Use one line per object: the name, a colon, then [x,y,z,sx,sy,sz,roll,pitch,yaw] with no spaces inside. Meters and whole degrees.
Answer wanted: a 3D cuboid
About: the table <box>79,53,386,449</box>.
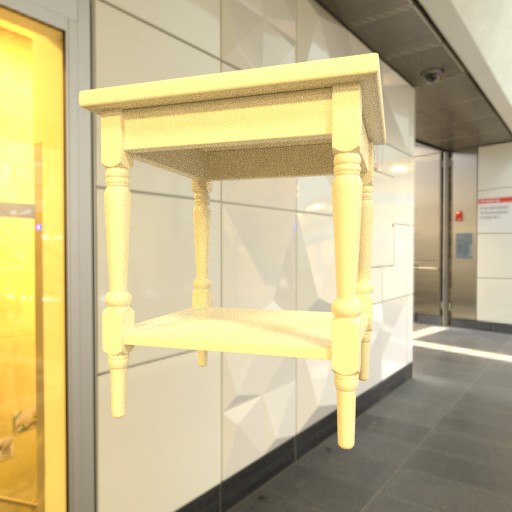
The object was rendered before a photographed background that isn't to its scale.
table: [0.000,0.000,0.889,0.488,0.565,0.442,0,1,18]
